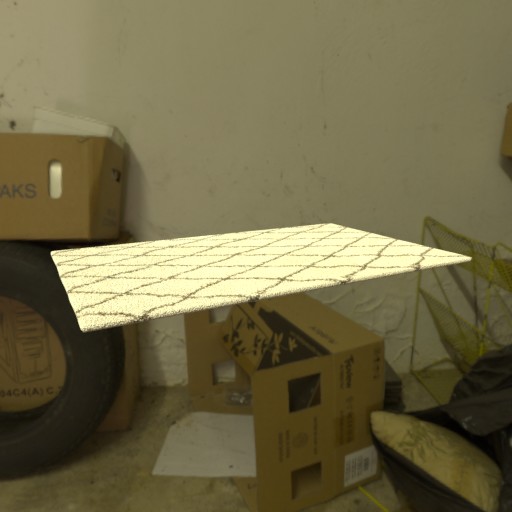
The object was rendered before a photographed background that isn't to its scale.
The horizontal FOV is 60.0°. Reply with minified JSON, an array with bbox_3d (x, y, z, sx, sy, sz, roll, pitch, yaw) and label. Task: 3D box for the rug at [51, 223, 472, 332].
[{"bbox_3d":[0.000,0.000,3.009,2.438,0.030,1.524,-7,16,-28],"label":"rug"}]
